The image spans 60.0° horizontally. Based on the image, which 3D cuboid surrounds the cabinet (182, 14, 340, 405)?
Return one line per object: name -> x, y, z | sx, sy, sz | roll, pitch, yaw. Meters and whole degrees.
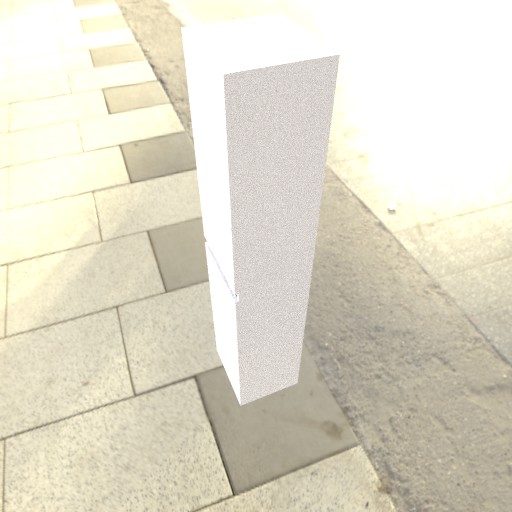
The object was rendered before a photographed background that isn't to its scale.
cabinet -> 0.000, 0.000, 1.514 | 0.269, 1.400, 0.300 | -17, 47, -16
